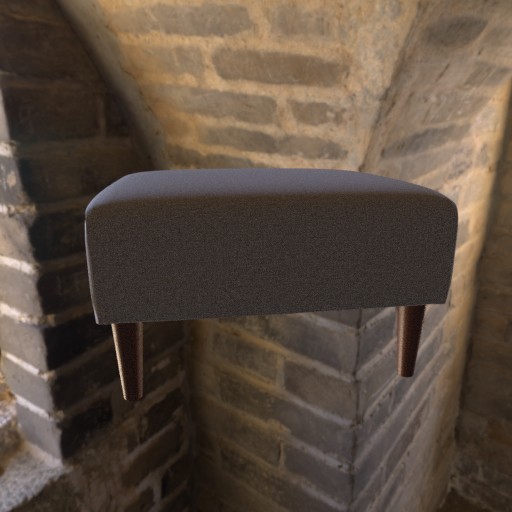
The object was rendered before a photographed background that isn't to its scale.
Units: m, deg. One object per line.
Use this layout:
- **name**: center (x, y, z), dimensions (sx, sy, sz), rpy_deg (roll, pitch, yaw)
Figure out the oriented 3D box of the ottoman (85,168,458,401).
- **ottoman**: center (0.000, 0.000, 1.074), dimensions (0.655, 0.399, 0.648), rpy_deg (-2, 15, -9)
